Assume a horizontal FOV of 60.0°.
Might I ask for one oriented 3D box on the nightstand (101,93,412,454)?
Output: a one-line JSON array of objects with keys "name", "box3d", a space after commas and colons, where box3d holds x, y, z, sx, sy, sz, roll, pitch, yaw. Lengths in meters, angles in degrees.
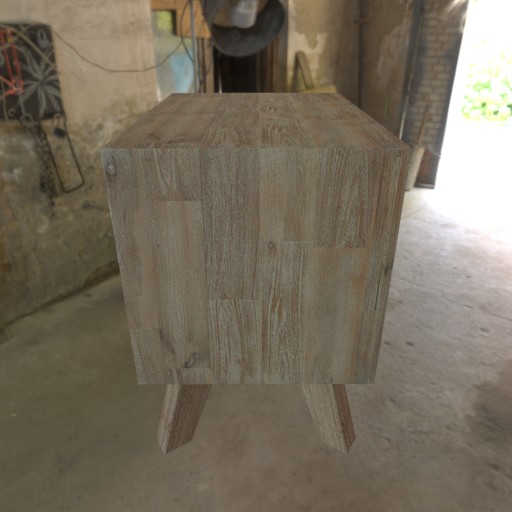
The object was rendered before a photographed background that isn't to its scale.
[{"name": "nightstand", "box3d": [0.000, 0.000, 0.942, 0.396, 0.589, 0.552, 0, 27, 0]}]
